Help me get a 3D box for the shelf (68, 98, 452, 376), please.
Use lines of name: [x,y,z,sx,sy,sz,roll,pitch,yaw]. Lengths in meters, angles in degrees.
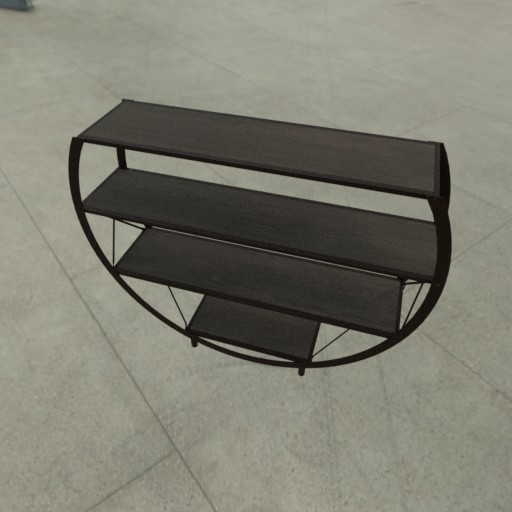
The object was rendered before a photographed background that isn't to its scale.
shelf: [0.000,0.000,1.860,1.403,1.063,0.344,12,44,13]
